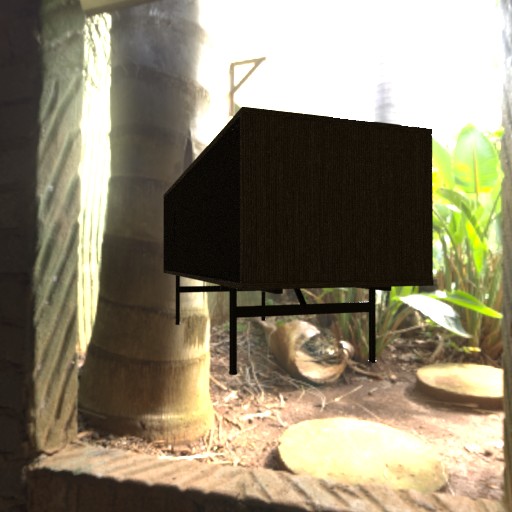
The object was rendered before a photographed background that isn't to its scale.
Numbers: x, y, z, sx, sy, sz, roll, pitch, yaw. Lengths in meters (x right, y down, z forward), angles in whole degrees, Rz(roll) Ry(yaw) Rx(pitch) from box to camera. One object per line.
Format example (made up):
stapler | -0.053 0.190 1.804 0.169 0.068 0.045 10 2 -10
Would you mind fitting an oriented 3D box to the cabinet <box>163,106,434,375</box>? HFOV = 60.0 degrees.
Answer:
cabinet | 0.000 0.000 1.597 0.500 0.599 1.300 0 -1 -19
